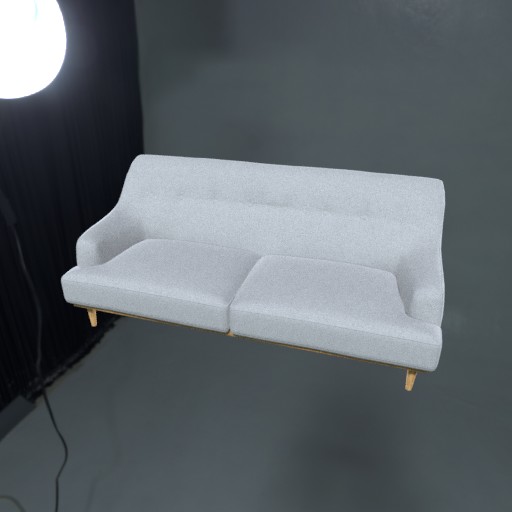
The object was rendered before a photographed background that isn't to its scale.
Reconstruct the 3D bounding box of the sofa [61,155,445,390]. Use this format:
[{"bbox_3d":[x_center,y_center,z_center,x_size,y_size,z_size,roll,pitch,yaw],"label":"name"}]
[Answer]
[{"bbox_3d":[0.000,0.000,2.614,2.057,0.871,0.978,8,28,15],"label":"sofa"}]
